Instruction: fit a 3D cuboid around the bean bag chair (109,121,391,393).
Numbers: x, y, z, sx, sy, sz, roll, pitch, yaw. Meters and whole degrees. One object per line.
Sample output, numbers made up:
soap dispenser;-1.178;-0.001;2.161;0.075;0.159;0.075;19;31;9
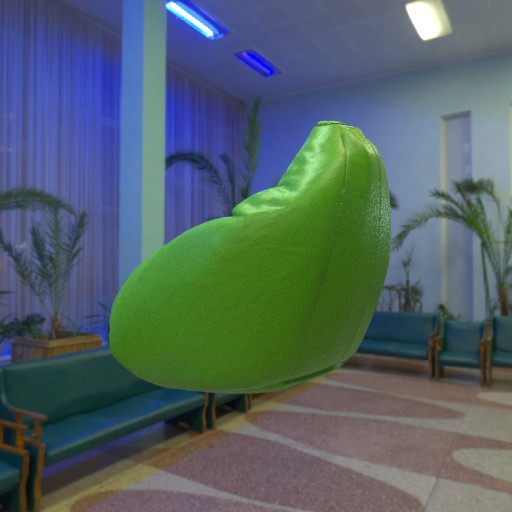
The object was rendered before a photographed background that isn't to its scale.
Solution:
bean bag chair;0.000;0.000;1.866;1.070;0.990;1.070;-1;-2;35
